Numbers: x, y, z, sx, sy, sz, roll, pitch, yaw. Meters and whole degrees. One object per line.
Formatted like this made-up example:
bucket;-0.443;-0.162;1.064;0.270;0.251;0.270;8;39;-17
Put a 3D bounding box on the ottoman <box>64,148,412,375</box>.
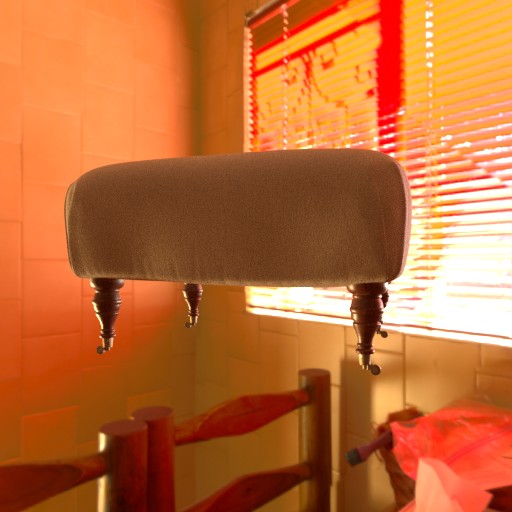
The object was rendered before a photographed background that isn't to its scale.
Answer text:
ottoman;0.000;0.000;1.130;0.746;0.450;0.622;0;-1;18
